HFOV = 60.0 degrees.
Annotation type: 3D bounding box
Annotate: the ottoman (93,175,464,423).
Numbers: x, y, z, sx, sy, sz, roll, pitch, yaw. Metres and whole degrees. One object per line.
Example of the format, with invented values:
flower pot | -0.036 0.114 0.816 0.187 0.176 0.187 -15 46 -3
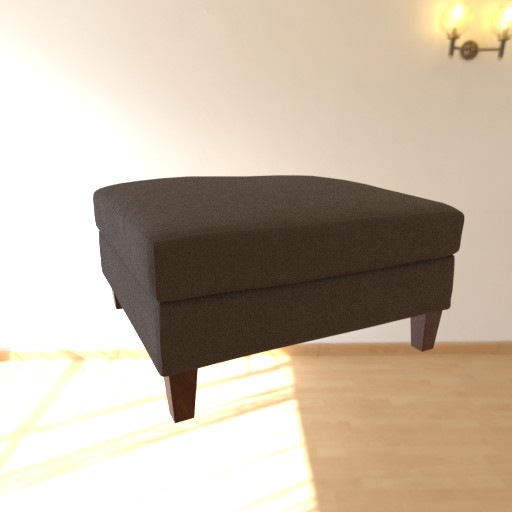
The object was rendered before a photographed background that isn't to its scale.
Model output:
ottoman | 0.000 0.000 1.428 0.881 0.482 0.861 -8 17 -26
